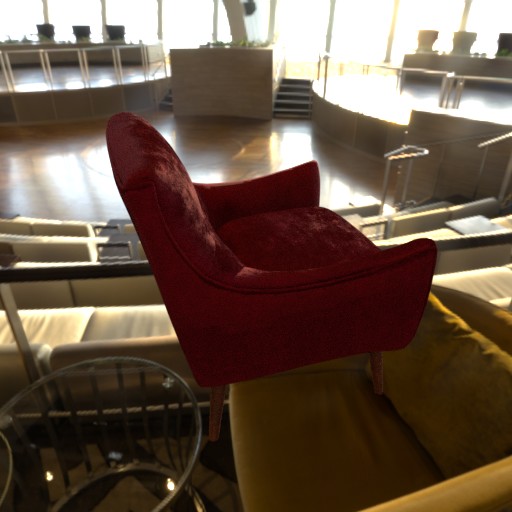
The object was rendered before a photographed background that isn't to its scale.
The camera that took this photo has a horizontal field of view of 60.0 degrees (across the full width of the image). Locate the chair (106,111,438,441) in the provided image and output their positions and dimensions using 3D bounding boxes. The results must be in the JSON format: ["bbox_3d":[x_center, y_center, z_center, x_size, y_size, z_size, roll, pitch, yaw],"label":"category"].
[{"bbox_3d":[0.000,0.000,1.410,0.787,0.838,0.762,-10,31,-16],"label":"chair"}]
